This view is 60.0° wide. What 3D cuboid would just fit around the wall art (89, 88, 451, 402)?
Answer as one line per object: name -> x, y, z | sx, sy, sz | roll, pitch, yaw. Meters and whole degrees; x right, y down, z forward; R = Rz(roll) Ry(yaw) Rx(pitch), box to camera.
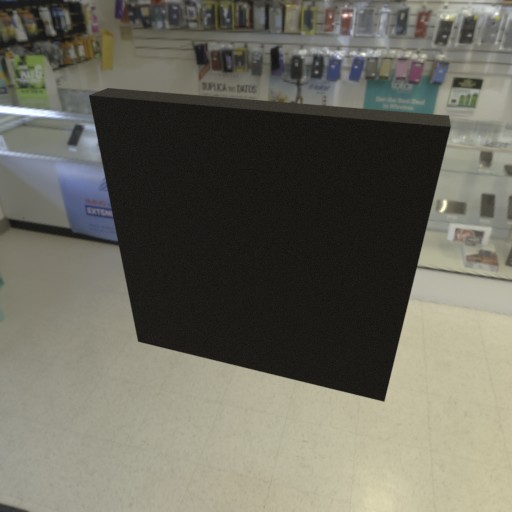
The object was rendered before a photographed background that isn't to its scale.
wall art -> 0.000, 0.000, 0.457 | 0.308, 0.305, 0.030 | 10, 35, 15
